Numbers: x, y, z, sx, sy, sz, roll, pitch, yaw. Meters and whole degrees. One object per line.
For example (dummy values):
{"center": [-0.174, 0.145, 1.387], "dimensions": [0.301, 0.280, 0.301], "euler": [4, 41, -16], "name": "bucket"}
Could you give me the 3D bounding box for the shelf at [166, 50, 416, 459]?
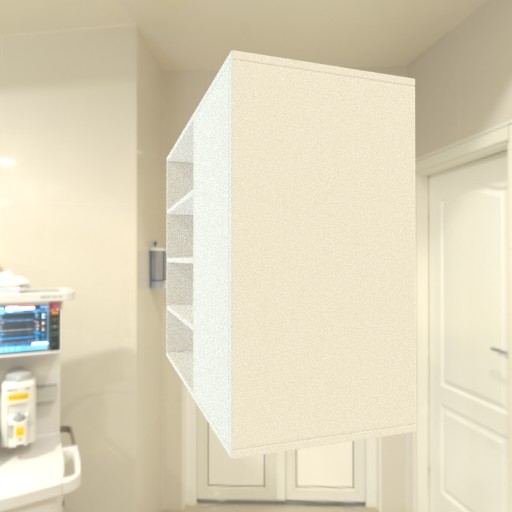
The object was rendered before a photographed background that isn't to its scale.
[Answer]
{"center": [0.000, 0.000, 1.278], "dimensions": [0.396, 0.732, 0.895], "euler": [0, 0, -19], "name": "shelf"}
